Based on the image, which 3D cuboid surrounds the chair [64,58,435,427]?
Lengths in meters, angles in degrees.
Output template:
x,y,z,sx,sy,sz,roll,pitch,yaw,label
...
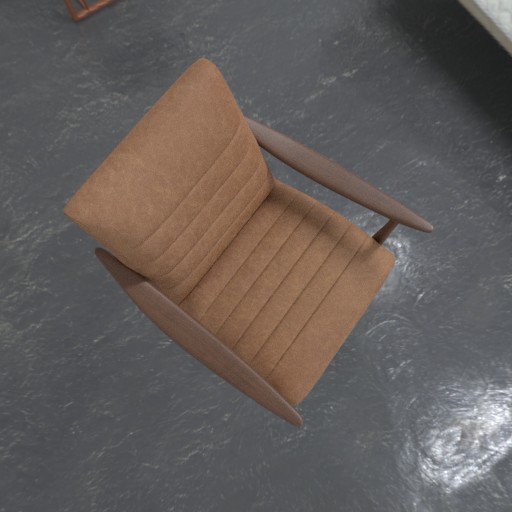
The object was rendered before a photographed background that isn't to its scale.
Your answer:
x,y,z,sx,sy,sz,roll,pitch,yaw,label
0.000,0.000,1.460,0.798,0.832,0.741,36,78,9,chair
